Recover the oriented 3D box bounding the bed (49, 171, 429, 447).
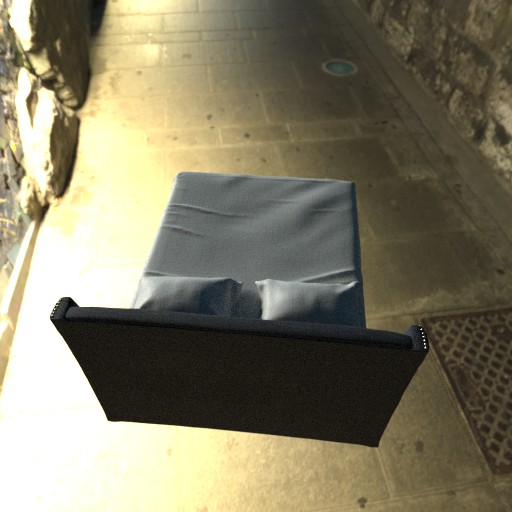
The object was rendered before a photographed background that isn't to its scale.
[{"bbox_3d":[0.000,0.000,3.411,1.925,1.332,2.276,4,47,4],"label":"bed"}]
